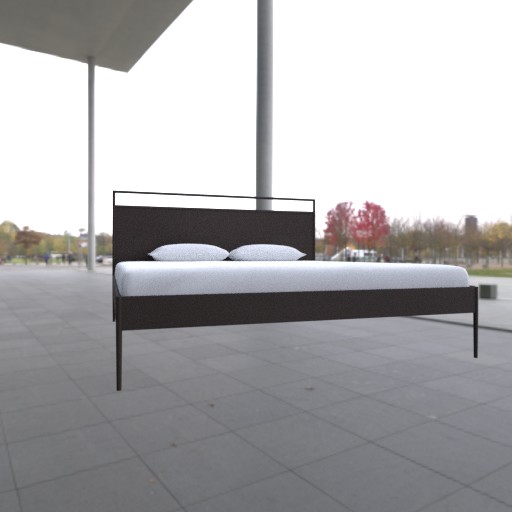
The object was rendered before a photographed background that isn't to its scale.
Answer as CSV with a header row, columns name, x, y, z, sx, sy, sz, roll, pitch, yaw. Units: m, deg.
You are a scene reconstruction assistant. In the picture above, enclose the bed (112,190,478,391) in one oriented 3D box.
name,x,y,z,sx,sy,sz,roll,pitch,yaw
bed,0.000,0.000,3.256,1.993,1.173,2.151,0,0,-18
